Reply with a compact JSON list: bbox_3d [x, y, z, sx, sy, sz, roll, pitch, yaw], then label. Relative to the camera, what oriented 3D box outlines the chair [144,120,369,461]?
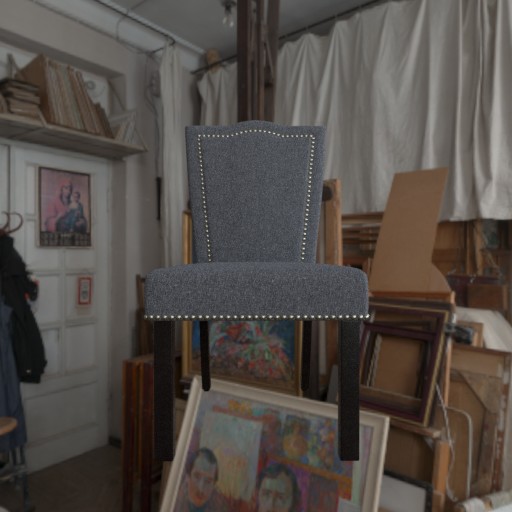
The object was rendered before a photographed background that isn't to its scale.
[{"bbox_3d":[0.000,0.000,1.289,0.518,0.946,0.589,0,0,0],"label":"chair"}]
